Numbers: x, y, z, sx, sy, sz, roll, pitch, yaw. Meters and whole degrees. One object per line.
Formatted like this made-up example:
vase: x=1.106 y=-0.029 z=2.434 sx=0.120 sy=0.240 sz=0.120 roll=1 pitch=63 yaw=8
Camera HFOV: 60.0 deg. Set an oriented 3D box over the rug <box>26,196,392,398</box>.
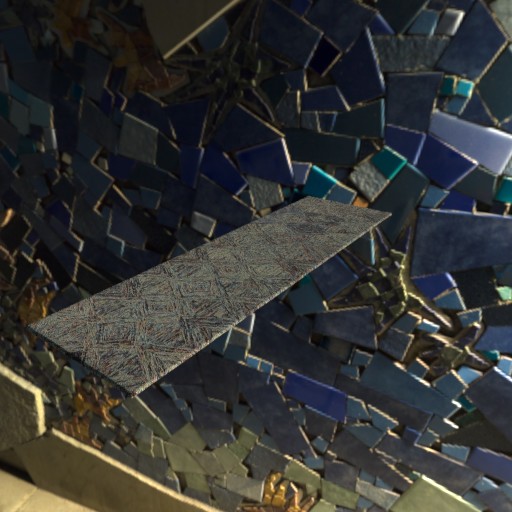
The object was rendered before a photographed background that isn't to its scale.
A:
rug: x=0.000 y=0.000 z=2.486 sx=0.688 sy=0.015 sz=2.292 roll=17 pitch=30 yaw=33
